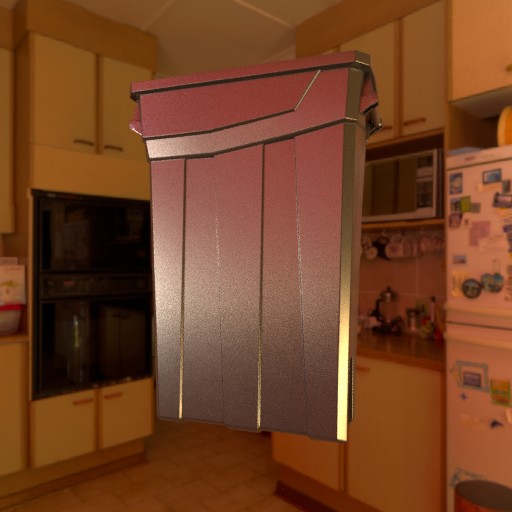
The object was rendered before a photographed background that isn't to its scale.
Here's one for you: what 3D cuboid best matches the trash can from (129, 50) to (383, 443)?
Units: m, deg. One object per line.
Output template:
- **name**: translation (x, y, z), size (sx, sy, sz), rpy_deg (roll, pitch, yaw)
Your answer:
- **trash can**: translation (0.000, 0.000, 1.028), size (0.559, 0.762, 0.281), rpy_deg (0, 0, 18)
